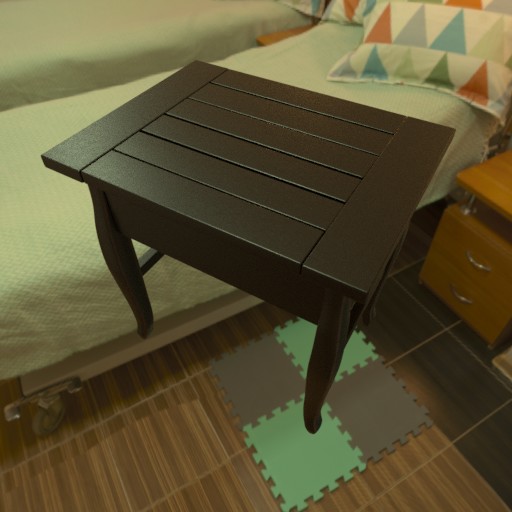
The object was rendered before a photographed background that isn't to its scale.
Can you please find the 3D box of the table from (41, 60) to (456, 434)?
[{"bbox_3d":[0.000,0.000,1.019,0.602,0.604,0.460,23,51,21],"label":"table"}]
